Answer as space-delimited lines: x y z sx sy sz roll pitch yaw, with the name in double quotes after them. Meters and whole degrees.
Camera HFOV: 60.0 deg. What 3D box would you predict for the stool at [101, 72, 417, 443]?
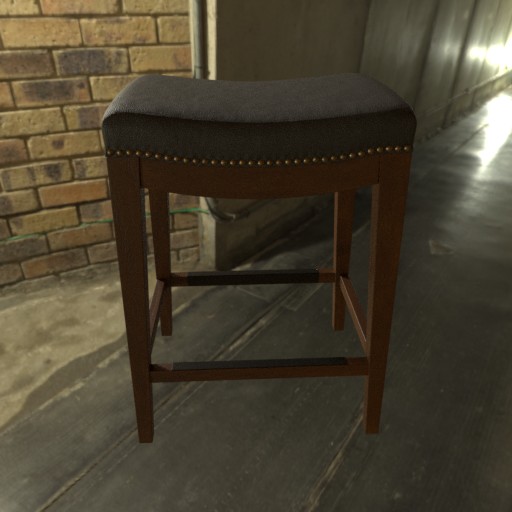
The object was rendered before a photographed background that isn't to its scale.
0.000 0.000 0.893 0.490 0.664 0.353 -1 30 -2 "stool"
